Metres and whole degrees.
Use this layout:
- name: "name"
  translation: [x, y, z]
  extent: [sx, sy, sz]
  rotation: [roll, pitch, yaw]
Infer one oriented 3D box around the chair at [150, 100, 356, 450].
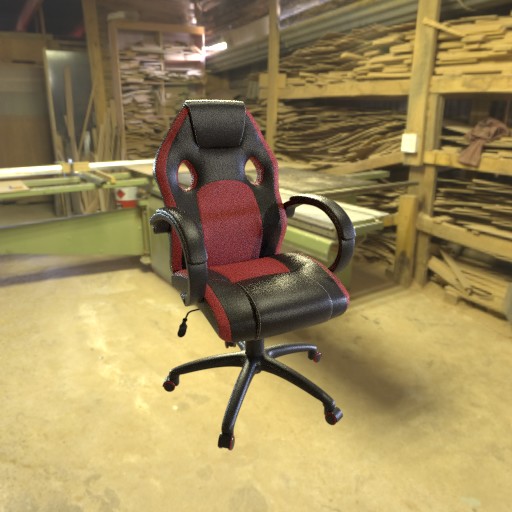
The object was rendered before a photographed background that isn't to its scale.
- name: "chair"
  translation: [0.000, 0.000, 1.765]
  extent: [0.750, 1.189, 0.783]
  rotation: [-9, 20, -27]
